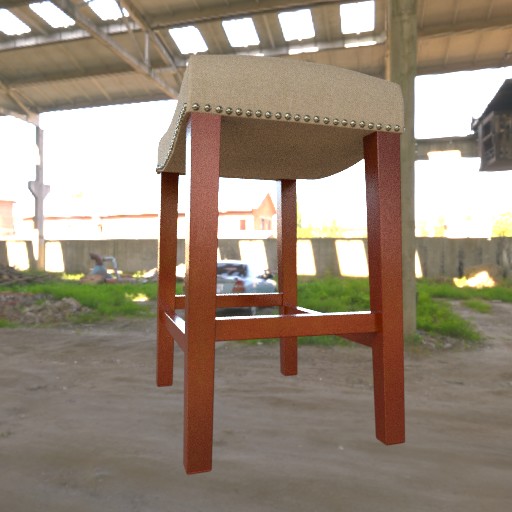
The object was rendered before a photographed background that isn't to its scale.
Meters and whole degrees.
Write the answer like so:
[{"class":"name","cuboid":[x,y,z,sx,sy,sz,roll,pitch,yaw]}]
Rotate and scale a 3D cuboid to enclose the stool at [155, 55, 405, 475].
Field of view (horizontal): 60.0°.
[{"class":"stool","cuboid":[0.000,0.000,0.927,0.375,0.632,0.509,0,-1,-18]}]
